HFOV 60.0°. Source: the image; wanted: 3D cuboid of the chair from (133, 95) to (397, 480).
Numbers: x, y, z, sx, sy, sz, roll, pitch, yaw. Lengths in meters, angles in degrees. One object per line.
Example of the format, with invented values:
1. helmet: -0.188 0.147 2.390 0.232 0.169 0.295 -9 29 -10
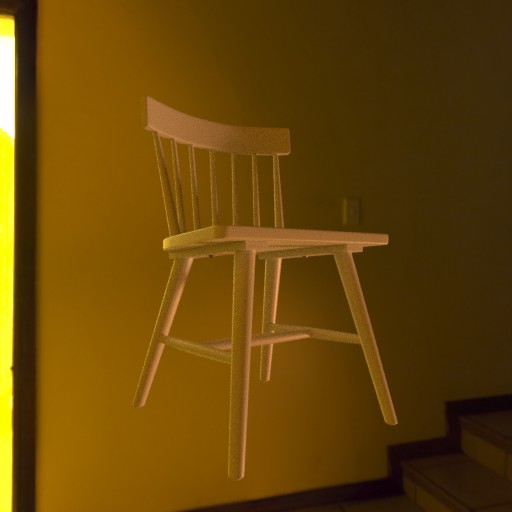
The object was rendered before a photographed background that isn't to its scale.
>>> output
1. chair: 0.000 0.000 1.100 0.483 0.787 0.500 1 -1 -37
